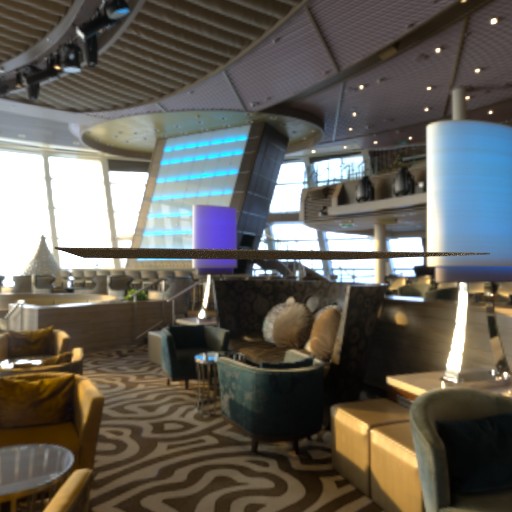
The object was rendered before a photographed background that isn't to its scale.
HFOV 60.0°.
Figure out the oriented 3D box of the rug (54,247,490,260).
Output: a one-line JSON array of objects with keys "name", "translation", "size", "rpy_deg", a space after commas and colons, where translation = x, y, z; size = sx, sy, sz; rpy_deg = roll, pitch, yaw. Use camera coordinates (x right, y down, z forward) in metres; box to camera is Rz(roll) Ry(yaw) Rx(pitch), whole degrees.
[{"name": "rug", "translation": [0.000, 0.000, 4.379], "size": [3.353, 0.013, 2.438], "rpy_deg": [1, -2, -17]}]
